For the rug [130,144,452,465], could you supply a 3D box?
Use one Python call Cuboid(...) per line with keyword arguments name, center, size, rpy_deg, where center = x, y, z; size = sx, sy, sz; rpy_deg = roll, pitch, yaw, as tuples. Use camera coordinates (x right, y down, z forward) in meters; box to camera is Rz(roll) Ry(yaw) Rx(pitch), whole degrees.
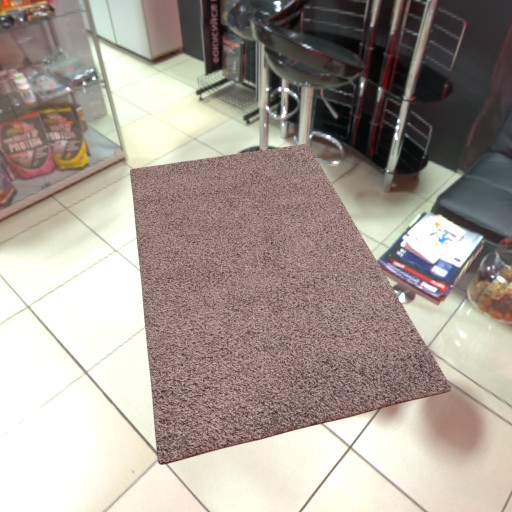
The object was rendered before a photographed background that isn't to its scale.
Cuboid(name="rug", center=(0.000, 0.000, 3.448), size=(1.778, 0.030, 2.743), rpy_deg=(-10, 48, -10))
